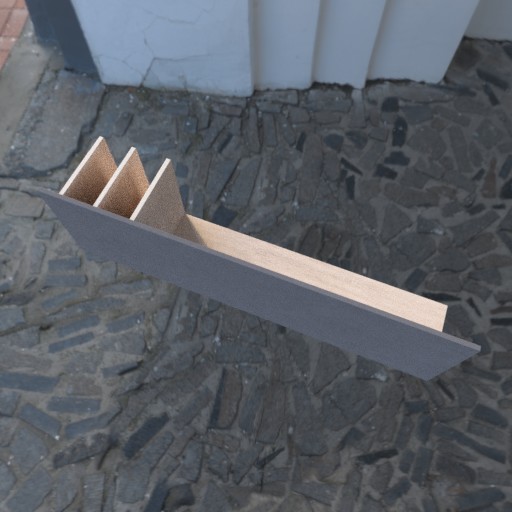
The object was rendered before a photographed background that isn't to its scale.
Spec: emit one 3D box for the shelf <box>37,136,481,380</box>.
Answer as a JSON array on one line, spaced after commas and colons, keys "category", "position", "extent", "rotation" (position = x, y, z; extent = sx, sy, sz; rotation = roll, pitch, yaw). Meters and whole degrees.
[{"category": "shelf", "position": [0.000, 0.000, 1.121], "extent": [1.020, 0.300, 0.200], "rotation": [20, 65, 9]}]
